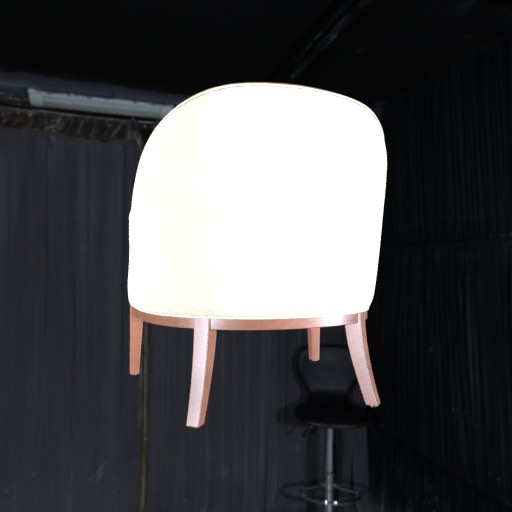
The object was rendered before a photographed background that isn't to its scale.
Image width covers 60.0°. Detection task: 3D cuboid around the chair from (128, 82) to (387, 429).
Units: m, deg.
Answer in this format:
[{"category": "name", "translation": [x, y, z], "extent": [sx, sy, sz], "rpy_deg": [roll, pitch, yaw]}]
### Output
[{"category": "chair", "translation": [0.000, 0.000, 1.477], "extent": [0.803, 0.876, 0.735], "rpy_deg": [0, -1, -19]}]
